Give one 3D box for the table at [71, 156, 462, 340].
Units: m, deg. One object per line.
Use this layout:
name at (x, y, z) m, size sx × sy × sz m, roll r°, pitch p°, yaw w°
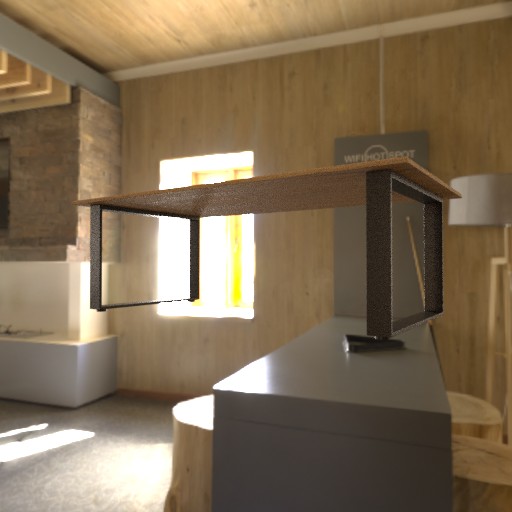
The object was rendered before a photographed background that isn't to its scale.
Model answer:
table at (0.000, 0.000, 1.689) m, size 1.331 × 0.445 × 0.693 m, roll -1°, pitch -1°, yaw 35°
